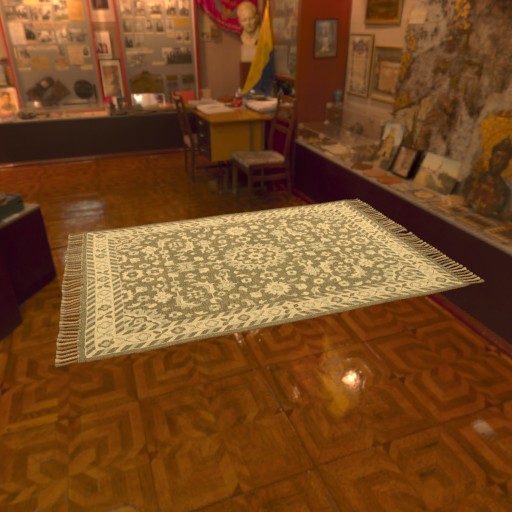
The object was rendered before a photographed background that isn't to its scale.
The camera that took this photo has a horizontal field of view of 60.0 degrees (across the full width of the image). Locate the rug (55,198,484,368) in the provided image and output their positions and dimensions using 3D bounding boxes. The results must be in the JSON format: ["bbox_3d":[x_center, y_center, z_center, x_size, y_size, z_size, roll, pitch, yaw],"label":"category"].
[{"bbox_3d":[0.000,0.000,2.978,2.431,0.025,1.530,-9,29,-16],"label":"rug"}]
